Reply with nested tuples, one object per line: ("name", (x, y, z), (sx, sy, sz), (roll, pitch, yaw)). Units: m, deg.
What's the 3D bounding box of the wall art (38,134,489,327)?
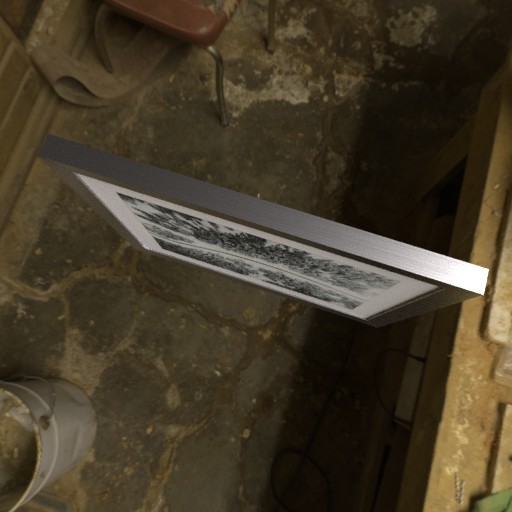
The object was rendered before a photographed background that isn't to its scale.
("wall art", (0.000, 0.000, 0.751), (0.557, 0.456, 0.032), (18, 77, 4))
